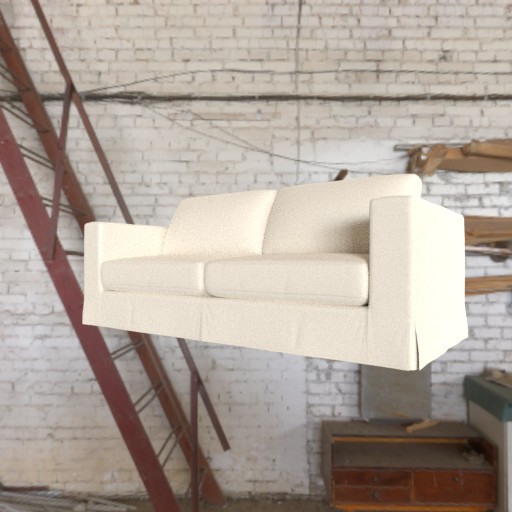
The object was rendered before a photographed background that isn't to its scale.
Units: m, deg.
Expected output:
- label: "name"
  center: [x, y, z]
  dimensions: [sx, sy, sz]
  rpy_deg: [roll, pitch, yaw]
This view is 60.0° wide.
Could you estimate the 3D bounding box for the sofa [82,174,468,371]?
- label: "sofa"
  center: [0.000, 0.000, 2.660]
  dimensions: [2.163, 0.881, 0.954]
  rpy_deg: [0, -1, 36]
